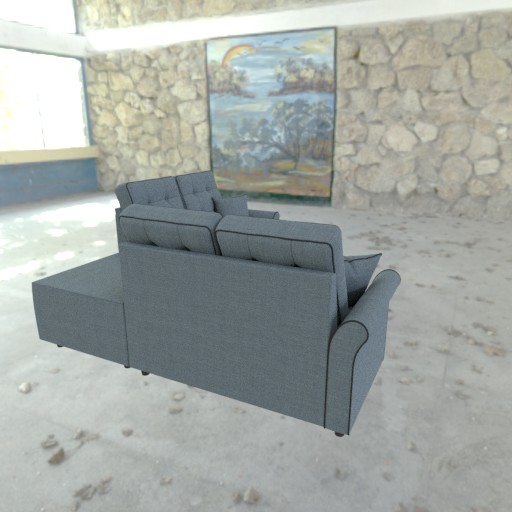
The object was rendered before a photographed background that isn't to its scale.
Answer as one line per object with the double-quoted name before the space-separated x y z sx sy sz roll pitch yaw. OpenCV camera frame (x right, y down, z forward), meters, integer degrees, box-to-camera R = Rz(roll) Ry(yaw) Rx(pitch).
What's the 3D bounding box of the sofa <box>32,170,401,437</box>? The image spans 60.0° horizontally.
"sofa" 0.000 0.000 3.142 2.068 0.988 2.070 8 18 26
